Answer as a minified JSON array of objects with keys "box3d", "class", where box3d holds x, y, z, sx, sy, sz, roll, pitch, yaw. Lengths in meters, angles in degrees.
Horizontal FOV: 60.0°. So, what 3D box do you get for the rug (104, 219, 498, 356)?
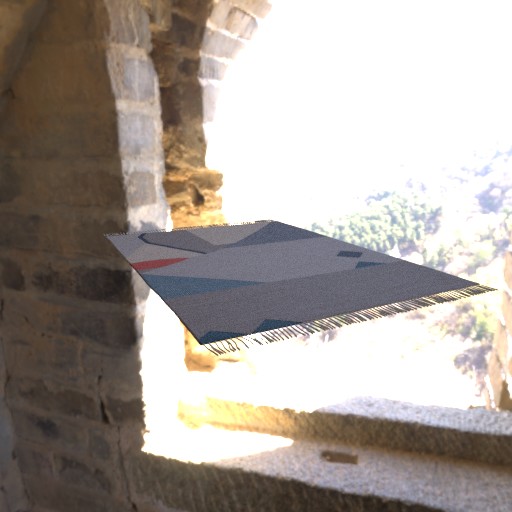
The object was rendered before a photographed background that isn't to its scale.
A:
[{"box3d":[0.000,0.000,2.259,1.220,0.005,1.828,-7,16,-26],"class":"rug"}]
